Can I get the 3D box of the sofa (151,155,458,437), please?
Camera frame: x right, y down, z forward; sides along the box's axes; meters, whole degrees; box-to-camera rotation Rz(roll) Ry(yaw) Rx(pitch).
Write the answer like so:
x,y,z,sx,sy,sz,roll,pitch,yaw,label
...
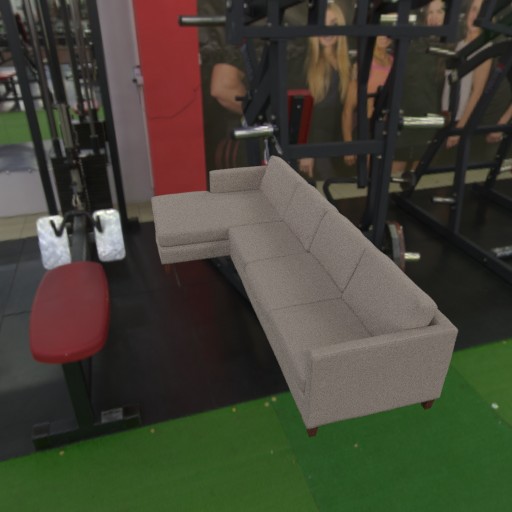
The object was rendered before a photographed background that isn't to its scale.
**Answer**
x,y,z,sx,sy,sz,roll,pitch,yaw,label
0.000,0.000,3.868,1.625,0.846,3.186,-8,31,-13,sofa
